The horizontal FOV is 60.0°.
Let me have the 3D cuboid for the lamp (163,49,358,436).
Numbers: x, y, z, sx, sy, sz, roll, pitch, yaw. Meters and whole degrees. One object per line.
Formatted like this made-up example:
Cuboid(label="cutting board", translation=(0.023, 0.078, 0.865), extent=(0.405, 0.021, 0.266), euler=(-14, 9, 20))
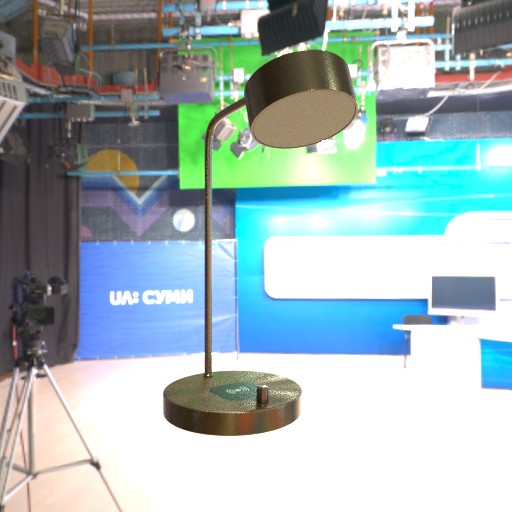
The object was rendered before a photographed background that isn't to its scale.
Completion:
Cuboid(label="lamp", translation=(0.000, 0.000, 0.510), extent=(0.171, 0.380, 0.270), euler=(0, 0, -35))
